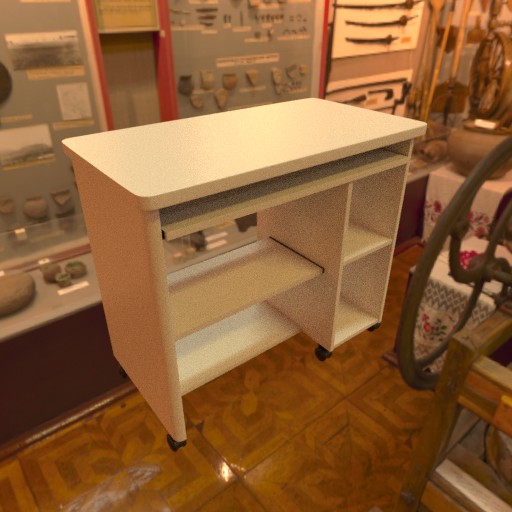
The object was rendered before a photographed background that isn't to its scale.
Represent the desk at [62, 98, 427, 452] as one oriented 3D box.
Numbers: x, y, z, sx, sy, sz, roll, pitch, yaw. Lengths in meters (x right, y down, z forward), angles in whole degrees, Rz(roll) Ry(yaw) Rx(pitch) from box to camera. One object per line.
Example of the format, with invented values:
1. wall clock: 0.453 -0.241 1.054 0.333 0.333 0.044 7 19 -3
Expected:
1. desk: 0.000 0.000 1.361 0.877 0.763 0.475 -21 37 -32
